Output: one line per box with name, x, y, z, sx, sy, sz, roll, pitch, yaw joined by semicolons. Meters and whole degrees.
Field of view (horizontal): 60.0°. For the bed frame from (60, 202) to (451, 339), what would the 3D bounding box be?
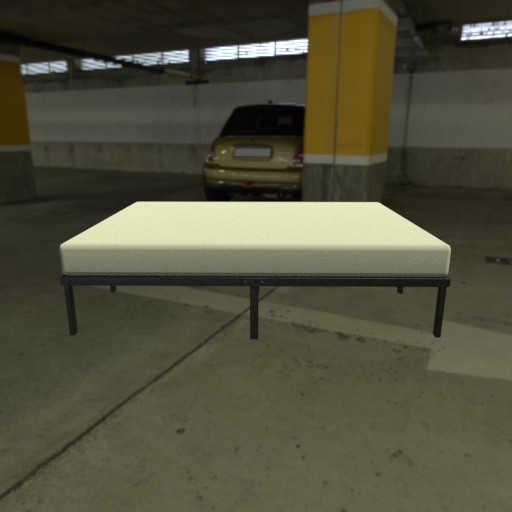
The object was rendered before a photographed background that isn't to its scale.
bed frame;0.000;0.000;3.914;2.842;0.680;2.205;2;16;8
